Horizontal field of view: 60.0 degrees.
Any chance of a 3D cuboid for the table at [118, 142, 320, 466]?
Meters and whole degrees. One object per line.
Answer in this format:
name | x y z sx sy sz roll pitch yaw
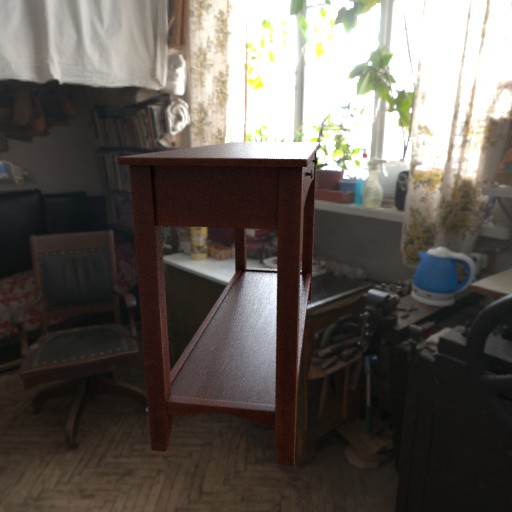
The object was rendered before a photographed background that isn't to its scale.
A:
table | 0.000 0.000 1.547 0.392 0.739 1.188 2 16 9
